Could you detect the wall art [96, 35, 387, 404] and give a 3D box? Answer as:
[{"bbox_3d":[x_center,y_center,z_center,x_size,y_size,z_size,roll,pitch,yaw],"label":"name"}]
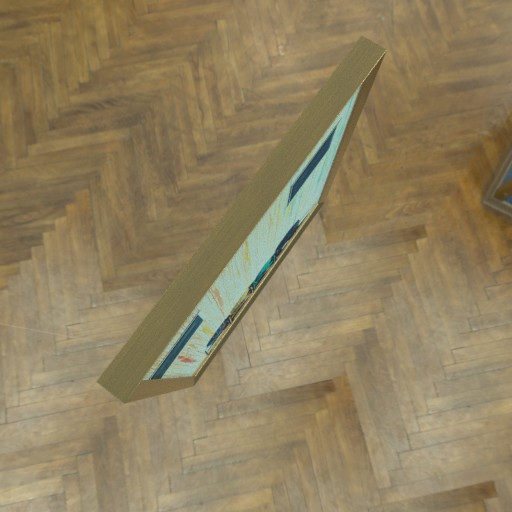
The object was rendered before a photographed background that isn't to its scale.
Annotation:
[{"bbox_3d":[0.000,0.000,0.738,0.037,0.505,0.505,34,78,8],"label":"wall art"}]
